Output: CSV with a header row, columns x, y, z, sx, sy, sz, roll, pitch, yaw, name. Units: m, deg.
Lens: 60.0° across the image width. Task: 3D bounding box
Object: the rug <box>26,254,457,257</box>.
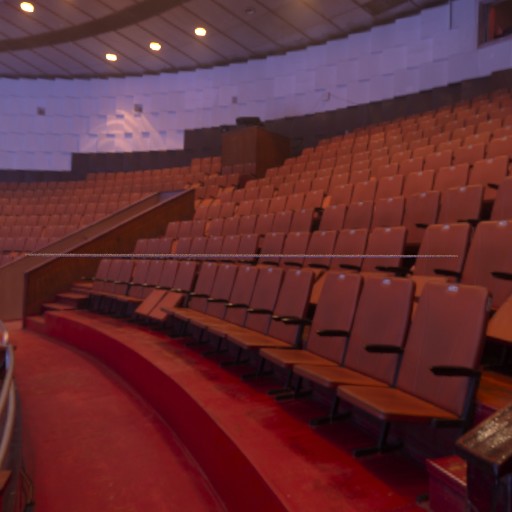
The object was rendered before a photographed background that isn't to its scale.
x,y,z,sx,sy,sz,roll,pitch,yaw,name
0.000,0.000,2.728,2.437,0.006,0.686,0,-1,-18,rug
